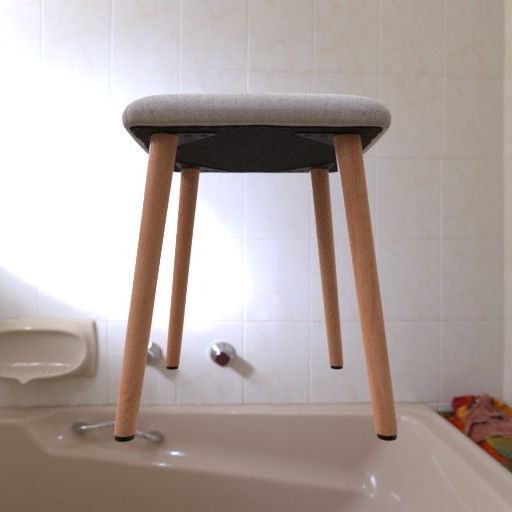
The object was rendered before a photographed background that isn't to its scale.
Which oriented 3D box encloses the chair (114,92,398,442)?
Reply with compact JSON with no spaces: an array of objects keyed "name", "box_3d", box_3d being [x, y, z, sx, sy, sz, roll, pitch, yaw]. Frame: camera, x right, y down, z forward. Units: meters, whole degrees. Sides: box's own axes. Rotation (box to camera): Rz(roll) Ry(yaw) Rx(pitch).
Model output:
[{"name":"chair","box_3d":[0.000,0.000,0.700,0.350,0.440,0.350,0,1,-1]}]
